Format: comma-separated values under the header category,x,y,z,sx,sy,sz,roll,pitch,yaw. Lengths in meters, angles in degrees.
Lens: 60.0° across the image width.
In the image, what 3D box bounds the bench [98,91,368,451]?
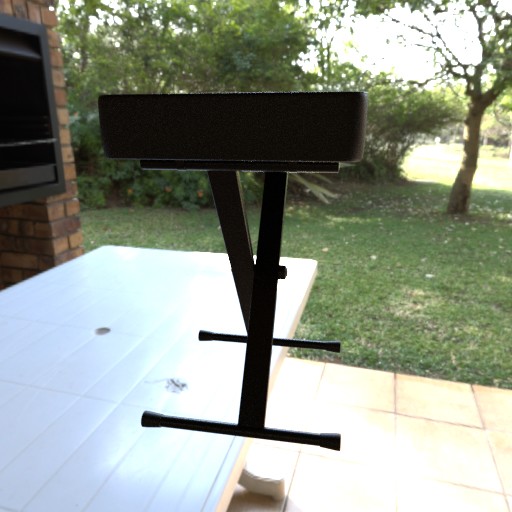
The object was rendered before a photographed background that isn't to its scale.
category,x,y,z,sx,sy,sz,roll,pitch,yaw
bench,0.000,0.000,0.763,0.321,0.500,0.424,3,17,10
